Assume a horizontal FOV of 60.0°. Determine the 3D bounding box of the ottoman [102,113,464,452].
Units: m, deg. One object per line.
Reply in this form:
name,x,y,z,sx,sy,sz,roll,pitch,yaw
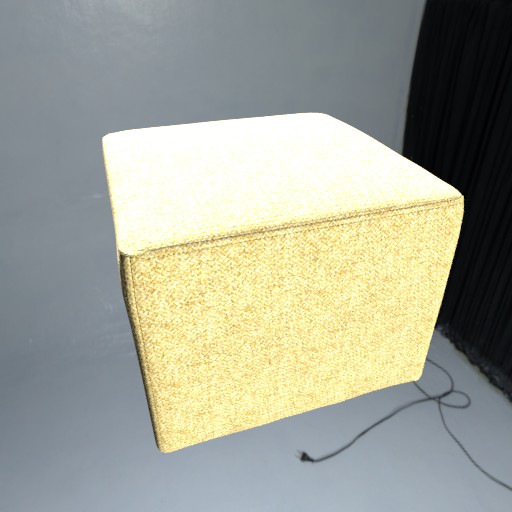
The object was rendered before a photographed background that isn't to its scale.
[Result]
ottoman,0.000,0.000,0.880,0.512,0.441,0.505,-11,34,-16
